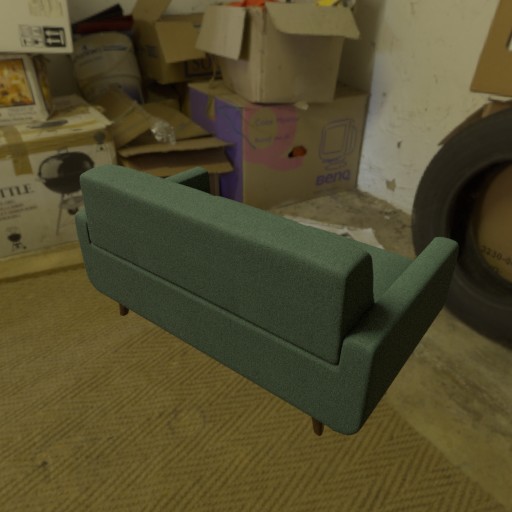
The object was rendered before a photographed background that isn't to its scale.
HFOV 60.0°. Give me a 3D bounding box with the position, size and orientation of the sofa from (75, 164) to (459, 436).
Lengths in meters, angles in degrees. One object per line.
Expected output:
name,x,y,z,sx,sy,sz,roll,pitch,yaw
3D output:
sofa,0.000,0.000,2.171,1.631,0.841,0.909,22,37,32
